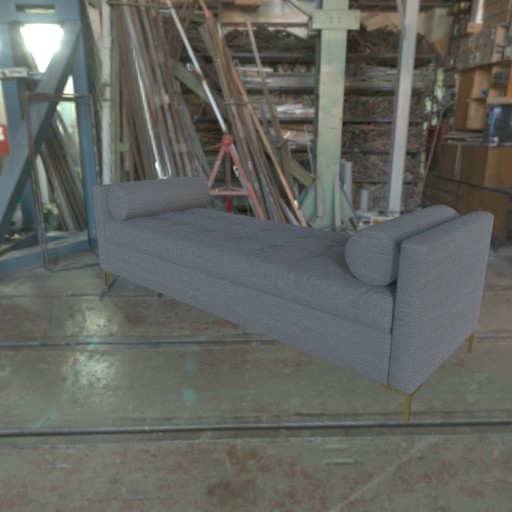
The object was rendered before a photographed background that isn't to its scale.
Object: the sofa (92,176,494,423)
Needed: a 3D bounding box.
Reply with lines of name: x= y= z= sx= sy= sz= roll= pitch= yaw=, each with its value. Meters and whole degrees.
sofa: x=0.000 y=0.000 z=2.261 sx=1.981 sy=0.635 sz=0.686 roll=14 pitch=22 yaw=40
